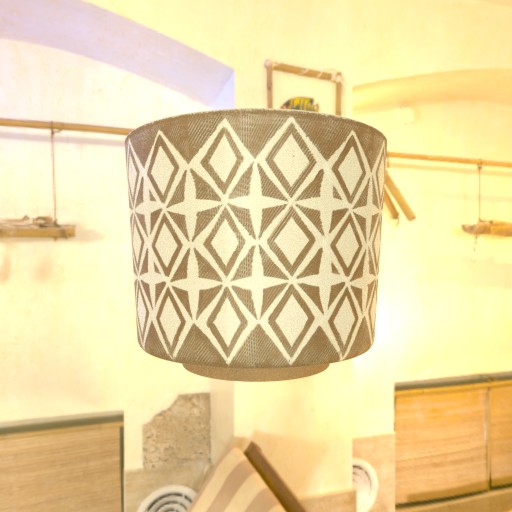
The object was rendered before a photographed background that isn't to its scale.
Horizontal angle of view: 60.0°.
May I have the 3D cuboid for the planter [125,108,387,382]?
[{"bbox_3d":[0.000,0.000,0.458,0.260,0.220,0.260,0,0,0],"label":"planter"}]
